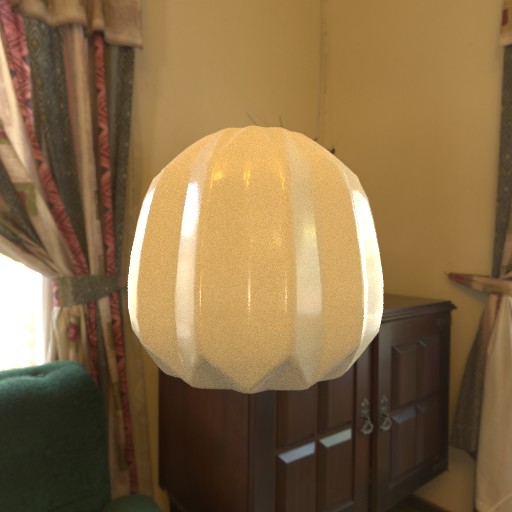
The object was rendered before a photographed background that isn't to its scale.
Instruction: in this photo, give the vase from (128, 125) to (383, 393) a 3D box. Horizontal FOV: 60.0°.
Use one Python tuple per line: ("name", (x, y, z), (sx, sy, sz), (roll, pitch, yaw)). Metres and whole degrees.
("vase", (0.000, 0.000, 0.252), (0.139, 0.134, 0.139), (0, 1, 0))
